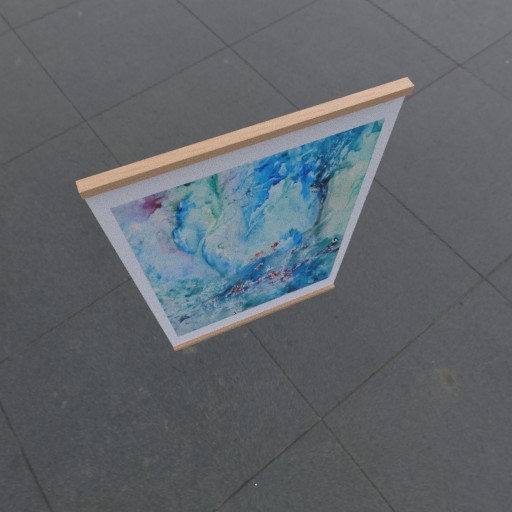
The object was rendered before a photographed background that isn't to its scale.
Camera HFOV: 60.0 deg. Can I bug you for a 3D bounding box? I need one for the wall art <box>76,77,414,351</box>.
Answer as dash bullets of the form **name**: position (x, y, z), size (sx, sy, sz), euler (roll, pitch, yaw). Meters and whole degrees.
- **wall art**: position (0.000, 0.000, 0.766), size (0.401, 0.611, 0.016), euler (-20, 65, -10)
